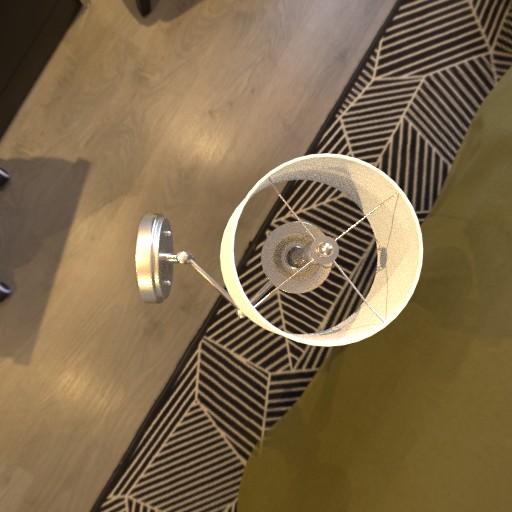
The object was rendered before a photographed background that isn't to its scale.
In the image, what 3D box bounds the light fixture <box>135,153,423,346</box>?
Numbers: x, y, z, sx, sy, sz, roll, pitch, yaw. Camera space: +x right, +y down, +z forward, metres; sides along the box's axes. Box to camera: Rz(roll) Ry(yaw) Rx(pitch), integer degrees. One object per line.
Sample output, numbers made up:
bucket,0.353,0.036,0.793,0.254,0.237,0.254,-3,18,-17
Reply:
light fixture,0.000,0.000,0.592,0.348,0.381,0.223,0,88,-1
